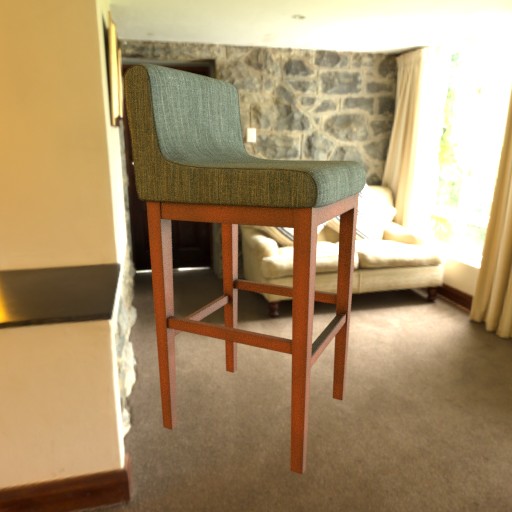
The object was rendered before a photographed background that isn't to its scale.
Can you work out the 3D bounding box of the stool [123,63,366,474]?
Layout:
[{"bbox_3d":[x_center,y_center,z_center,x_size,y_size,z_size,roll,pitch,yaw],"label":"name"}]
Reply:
[{"bbox_3d":[0.000,0.000,1.220,0.499,0.965,0.426,7,16,25],"label":"stool"}]
